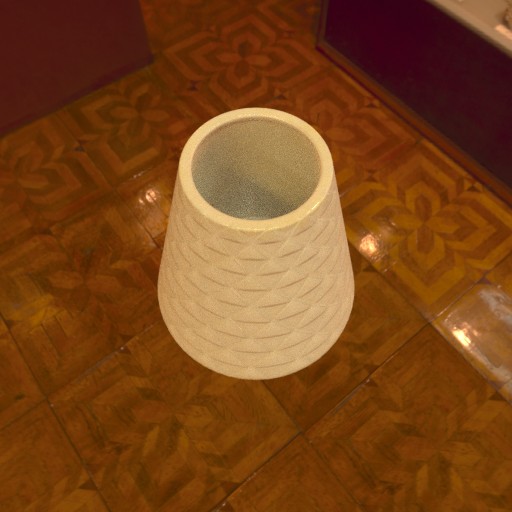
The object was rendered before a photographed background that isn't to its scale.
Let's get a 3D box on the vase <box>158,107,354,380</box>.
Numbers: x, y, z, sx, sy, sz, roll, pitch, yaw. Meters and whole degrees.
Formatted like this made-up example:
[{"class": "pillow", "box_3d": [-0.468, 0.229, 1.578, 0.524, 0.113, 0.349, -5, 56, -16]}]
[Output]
[{"class": "vase", "box_3d": [0.000, 0.000, 0.354, 0.175, 0.230, 0.175, 0, 63, 0]}]
